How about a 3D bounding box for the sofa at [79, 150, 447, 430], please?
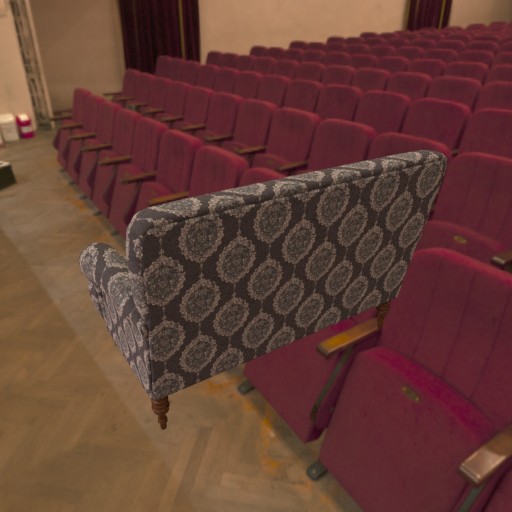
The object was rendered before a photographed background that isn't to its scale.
[{"bbox_3d":[0.000,0.000,1.806,1.297,0.867,0.779,-17,32,-28],"label":"sofa"}]
